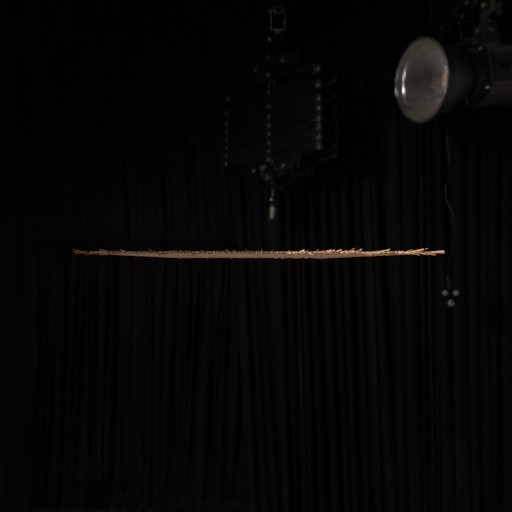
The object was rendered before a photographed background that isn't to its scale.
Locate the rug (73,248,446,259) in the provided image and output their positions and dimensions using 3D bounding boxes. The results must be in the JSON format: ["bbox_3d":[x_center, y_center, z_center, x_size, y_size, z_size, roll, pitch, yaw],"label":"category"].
[{"bbox_3d":[0.000,0.000,2.476,1.224,0.027,2.085,0,-1,-1],"label":"rug"}]
